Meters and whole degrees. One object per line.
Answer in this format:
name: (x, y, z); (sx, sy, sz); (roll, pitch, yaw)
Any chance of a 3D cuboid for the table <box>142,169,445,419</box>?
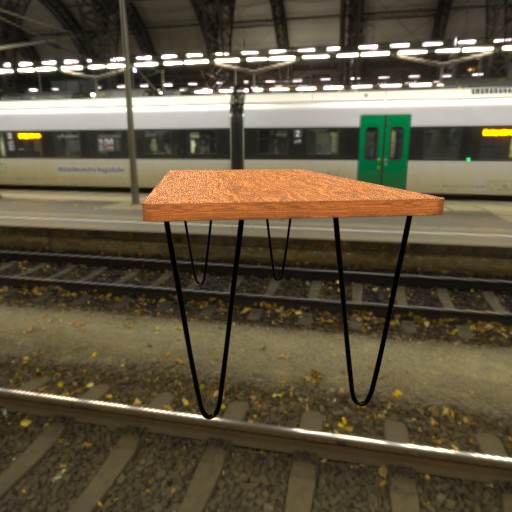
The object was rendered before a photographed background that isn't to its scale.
table: (0.000, 0.000, 2.194); (0.883, 0.753, 1.791); (-2, 14, -8)
